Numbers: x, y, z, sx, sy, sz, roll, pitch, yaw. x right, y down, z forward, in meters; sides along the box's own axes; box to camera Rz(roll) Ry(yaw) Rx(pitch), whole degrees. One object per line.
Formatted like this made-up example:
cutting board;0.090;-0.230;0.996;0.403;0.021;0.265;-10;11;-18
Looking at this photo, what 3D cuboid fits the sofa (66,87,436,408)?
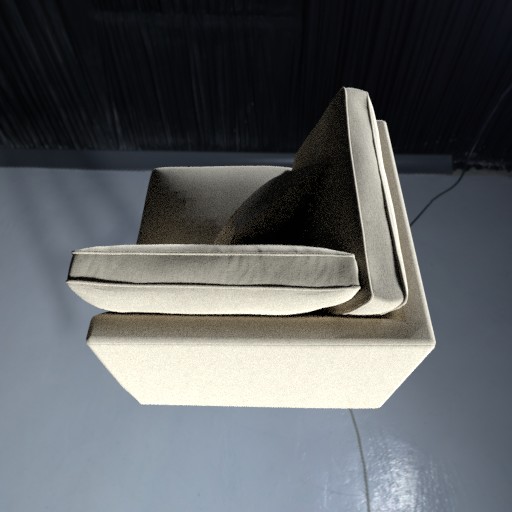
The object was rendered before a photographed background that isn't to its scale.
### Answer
sofa;0.000;0.000;1.937;1.146;1.002;1.084;1;57;0
